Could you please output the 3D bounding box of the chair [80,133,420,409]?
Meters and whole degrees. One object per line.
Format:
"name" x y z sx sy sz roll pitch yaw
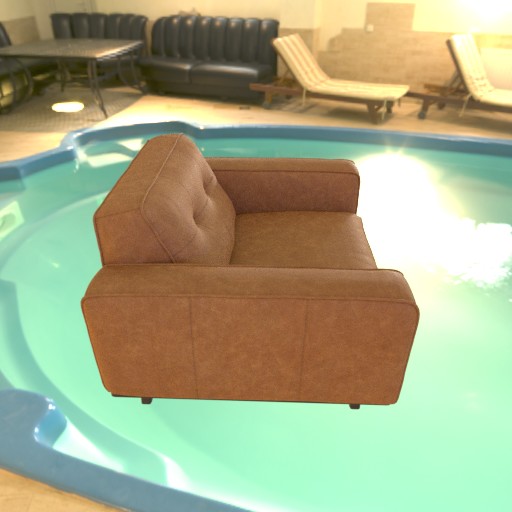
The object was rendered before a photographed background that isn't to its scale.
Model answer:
"chair" 0.000 0.000 1.742 0.952 0.782 1.118 1 33 1
